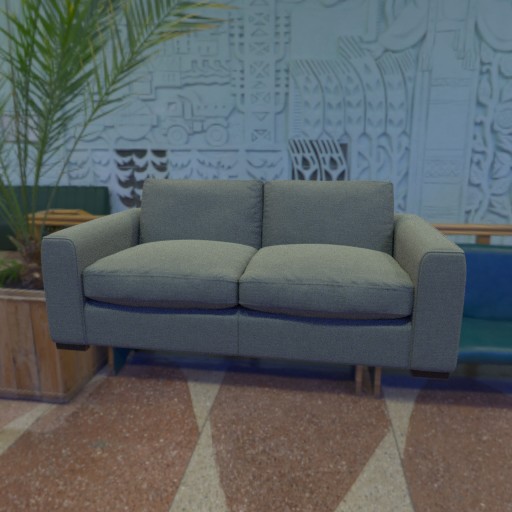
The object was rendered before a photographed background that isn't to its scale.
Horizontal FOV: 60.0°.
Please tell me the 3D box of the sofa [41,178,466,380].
[{"bbox_3d":[0.000,0.000,2.443,1.920,0.800,1.069,2,14,9],"label":"sofa"}]
